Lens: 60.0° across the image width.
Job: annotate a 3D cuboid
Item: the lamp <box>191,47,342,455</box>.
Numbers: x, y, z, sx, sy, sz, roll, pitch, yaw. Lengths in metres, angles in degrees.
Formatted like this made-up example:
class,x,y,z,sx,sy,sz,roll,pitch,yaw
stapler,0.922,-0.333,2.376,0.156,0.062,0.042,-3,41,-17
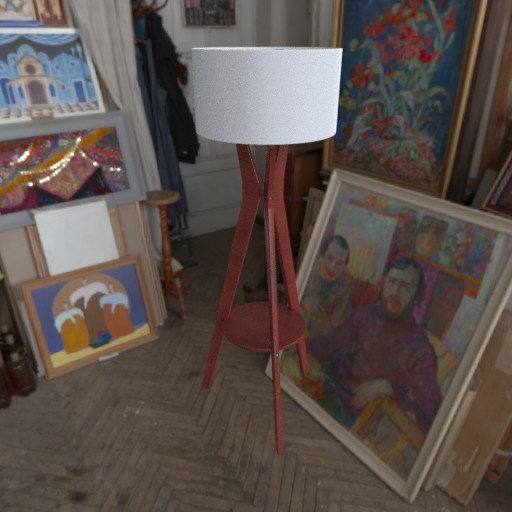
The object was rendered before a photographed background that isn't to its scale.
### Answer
class,x,y,z,sx,sy,sz,roll,pitch,yaw
lamp,0.000,0.000,1.733,0.542,1.472,0.539,8,27,16
